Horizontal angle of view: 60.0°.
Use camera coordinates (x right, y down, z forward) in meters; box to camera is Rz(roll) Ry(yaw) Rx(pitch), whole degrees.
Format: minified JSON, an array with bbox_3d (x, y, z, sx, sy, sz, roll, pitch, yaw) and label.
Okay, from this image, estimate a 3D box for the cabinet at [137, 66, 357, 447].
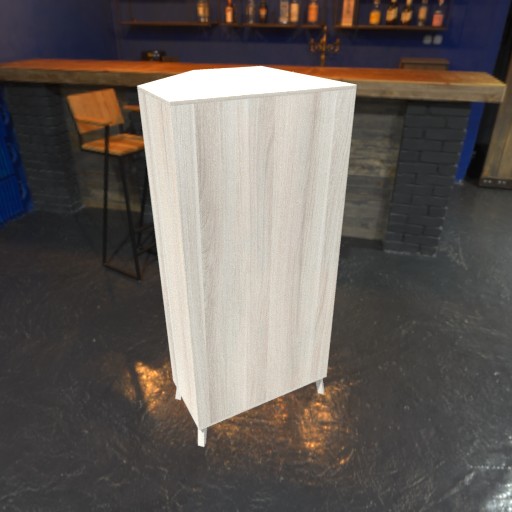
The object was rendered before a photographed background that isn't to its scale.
[{"bbox_3d":[0.000,0.000,2.640,0.969,1.957,1.272,8,30,14],"label":"cabinet"}]
